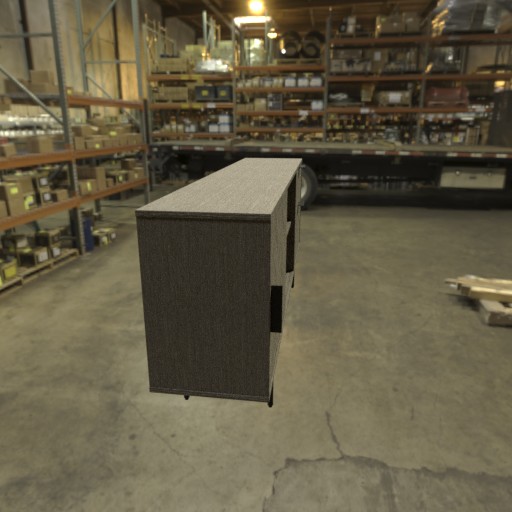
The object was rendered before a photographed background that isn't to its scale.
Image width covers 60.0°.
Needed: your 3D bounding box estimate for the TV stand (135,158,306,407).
[{"bbox_3d":[0.000,0.000,2.148,0.405,0.787,1.804,2,17,8],"label":"TV stand"}]
